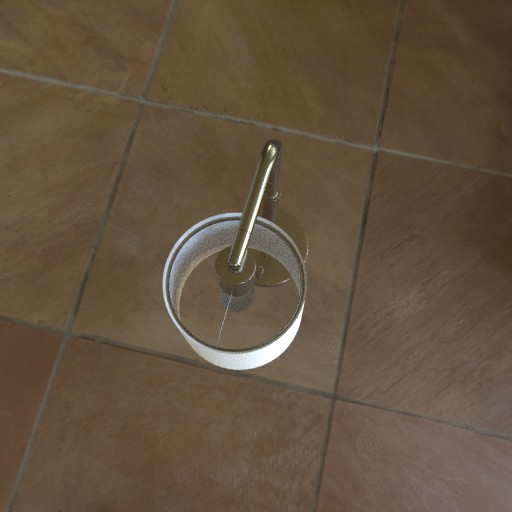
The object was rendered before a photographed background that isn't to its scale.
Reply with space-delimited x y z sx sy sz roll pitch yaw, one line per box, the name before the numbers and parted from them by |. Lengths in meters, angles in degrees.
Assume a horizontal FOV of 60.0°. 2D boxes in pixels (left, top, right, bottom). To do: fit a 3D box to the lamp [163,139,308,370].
lamp | 0.000 0.000 0.656 0.171 0.489 0.333 15 76 4
